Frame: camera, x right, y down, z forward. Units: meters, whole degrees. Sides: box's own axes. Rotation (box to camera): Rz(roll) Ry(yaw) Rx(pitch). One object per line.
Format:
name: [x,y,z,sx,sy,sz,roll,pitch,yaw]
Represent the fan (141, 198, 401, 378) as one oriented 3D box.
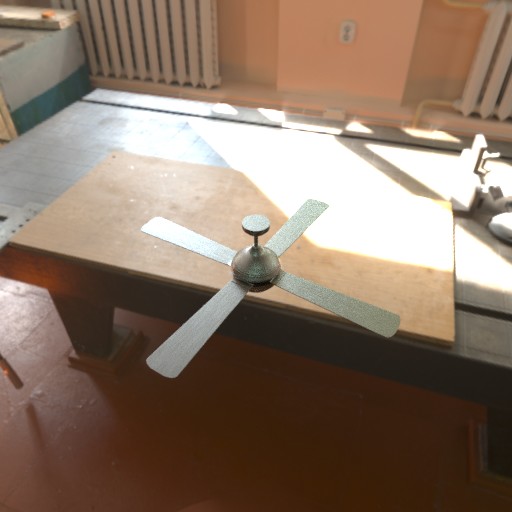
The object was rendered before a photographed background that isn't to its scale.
fan: [0.000,0.000,2.057,1.321,0.381,1.321,-26,47,-27]
